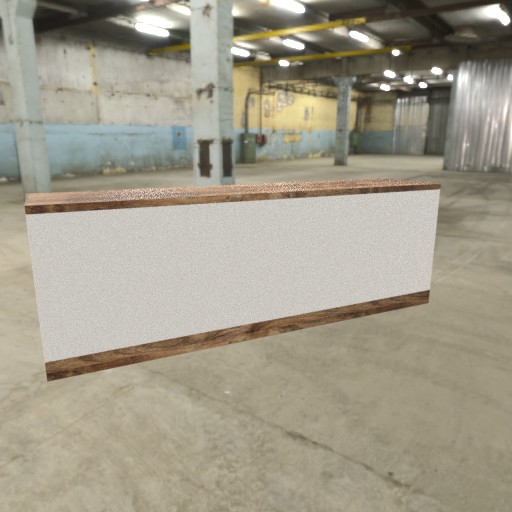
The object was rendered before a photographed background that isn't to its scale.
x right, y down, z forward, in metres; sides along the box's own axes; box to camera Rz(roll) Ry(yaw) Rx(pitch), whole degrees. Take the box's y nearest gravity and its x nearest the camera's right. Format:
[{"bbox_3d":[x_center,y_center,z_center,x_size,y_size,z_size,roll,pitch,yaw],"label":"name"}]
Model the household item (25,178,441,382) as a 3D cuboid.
[{"bbox_3d":[0.000,0.000,2.015,1.800,0.615,0.390,-7,16,-25],"label":"household item"}]
